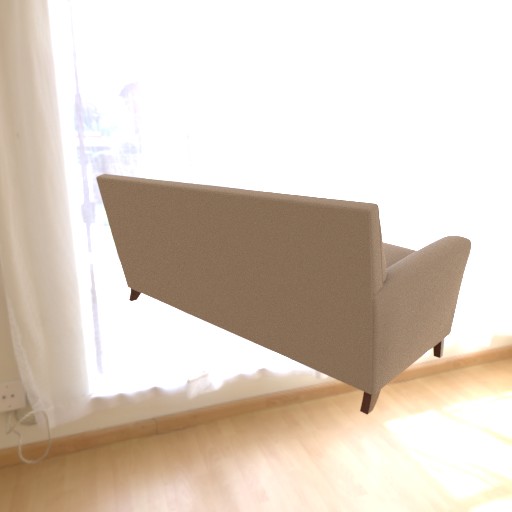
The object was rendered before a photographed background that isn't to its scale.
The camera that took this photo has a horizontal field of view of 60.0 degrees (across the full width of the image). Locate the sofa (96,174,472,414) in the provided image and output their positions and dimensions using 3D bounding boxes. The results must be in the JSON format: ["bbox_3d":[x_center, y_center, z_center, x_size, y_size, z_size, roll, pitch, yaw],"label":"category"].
[{"bbox_3d":[0.000,0.000,2.468,2.000,0.846,0.875,14,20,43],"label":"sofa"}]
